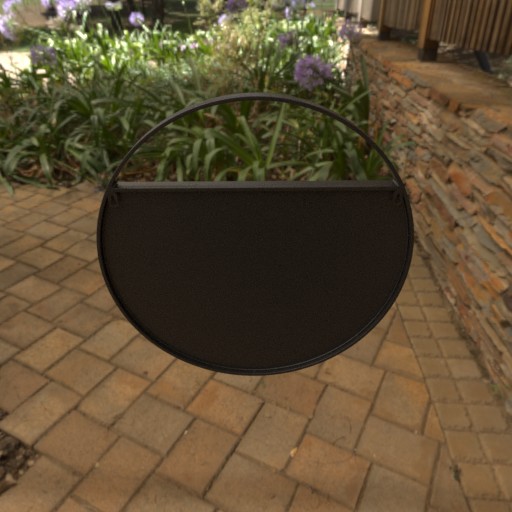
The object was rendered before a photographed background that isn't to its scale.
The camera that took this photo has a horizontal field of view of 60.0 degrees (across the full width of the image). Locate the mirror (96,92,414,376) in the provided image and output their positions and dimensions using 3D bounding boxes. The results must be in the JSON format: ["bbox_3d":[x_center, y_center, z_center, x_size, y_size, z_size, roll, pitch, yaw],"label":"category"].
[{"bbox_3d":[0.000,0.000,0.813,0.565,0.565,0.032,0,29,-1],"label":"mirror"}]
